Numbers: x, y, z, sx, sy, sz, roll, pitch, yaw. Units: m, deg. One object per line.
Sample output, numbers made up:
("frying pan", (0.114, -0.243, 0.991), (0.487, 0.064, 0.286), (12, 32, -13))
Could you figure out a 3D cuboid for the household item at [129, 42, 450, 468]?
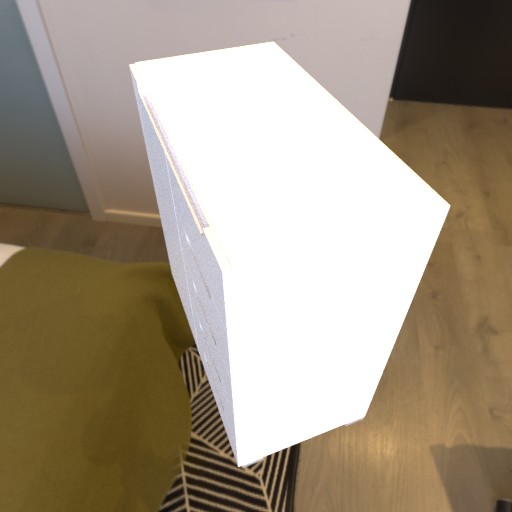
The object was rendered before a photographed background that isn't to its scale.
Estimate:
("household item", (0.000, 0.000, 1.294), (0.420, 0.870, 0.800), (-16, 48, -15))
